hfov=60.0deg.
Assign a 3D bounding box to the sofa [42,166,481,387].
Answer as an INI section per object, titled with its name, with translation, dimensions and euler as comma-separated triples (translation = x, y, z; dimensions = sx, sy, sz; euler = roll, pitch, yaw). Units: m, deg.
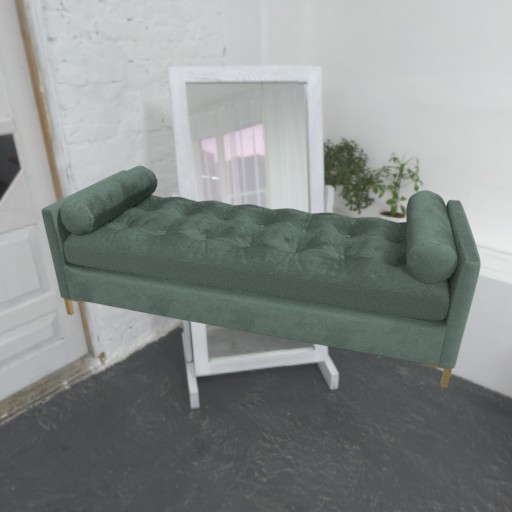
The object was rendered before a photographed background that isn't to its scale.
[sofa]
translation = 0.000, 0.000, 2.455
dimensions = 2.102, 0.705, 0.796
euler = 8, 28, 15
